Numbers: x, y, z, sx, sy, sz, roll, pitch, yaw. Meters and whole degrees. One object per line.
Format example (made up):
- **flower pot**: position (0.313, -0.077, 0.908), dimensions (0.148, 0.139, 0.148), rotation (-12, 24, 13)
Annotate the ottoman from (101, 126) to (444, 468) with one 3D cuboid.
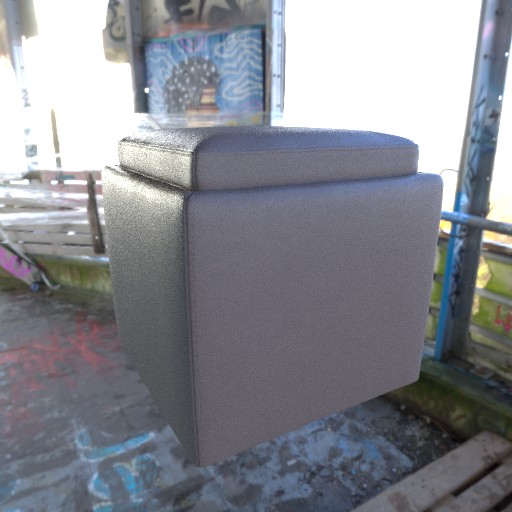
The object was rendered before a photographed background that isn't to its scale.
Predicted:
- **ottoman**: position (0.000, 0.000, 0.817), dimensions (0.451, 0.460, 0.450), rotation (-10, 19, -29)
